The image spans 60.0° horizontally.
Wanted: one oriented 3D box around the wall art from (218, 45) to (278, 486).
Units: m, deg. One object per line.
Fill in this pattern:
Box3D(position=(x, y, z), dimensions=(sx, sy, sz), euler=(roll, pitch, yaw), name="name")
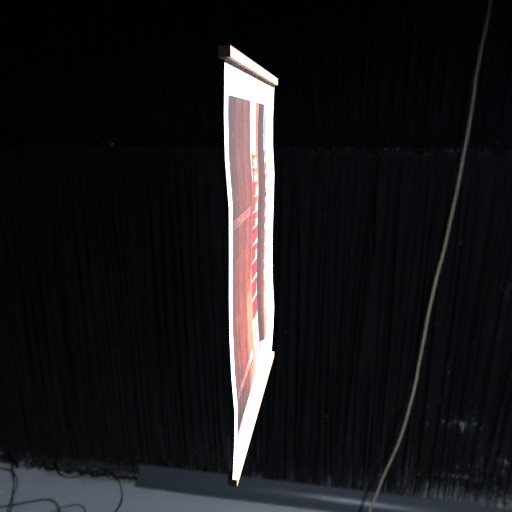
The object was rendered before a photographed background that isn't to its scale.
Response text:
Box3D(position=(0.000, 0.000, 0.643), dimensions=(0.012, 0.508, 0.332), euler=(3, 17, 10), name="wall art")
